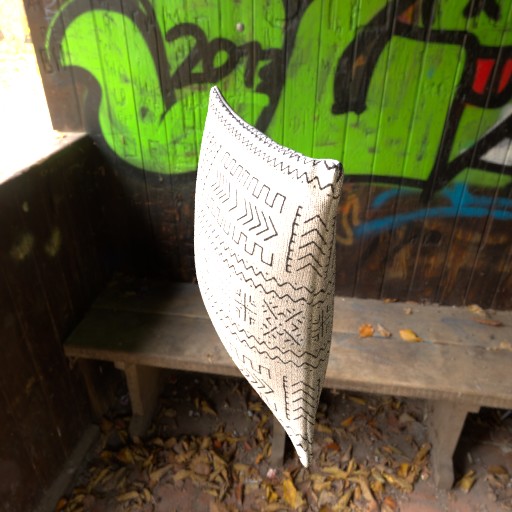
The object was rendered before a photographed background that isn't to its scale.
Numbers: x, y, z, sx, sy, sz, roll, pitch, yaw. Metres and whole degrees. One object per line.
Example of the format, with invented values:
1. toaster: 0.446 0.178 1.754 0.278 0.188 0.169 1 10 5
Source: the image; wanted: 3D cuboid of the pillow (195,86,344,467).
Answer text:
1. pillow: 0.000 0.000 0.671 0.164 0.430 0.438 -10 32 -17
